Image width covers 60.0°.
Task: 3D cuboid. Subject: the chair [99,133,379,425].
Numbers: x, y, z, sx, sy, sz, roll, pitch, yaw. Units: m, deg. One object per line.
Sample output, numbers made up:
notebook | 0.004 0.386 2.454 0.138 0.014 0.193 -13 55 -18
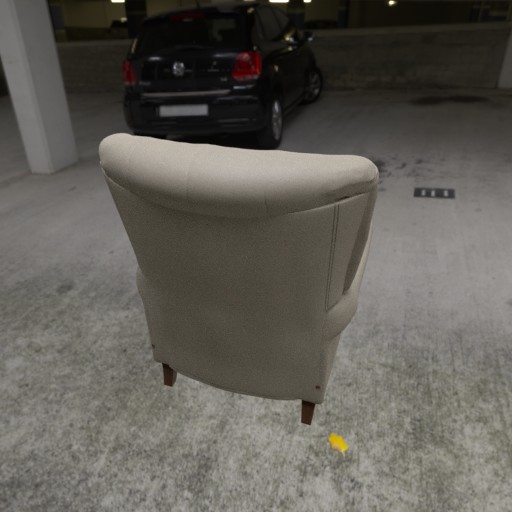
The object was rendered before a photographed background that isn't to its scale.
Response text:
chair | 0.000 0.000 1.881 0.943 1.158 1.059 10 32 17
